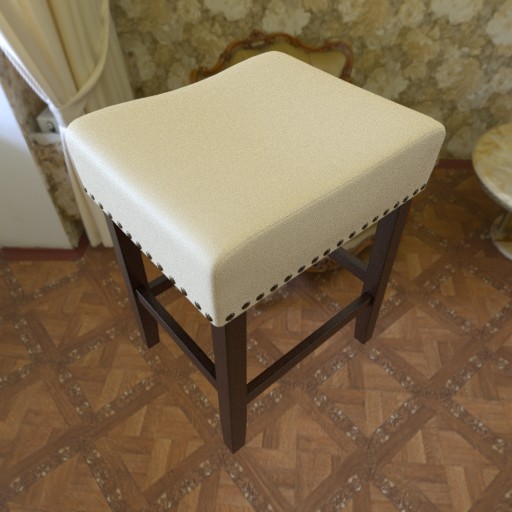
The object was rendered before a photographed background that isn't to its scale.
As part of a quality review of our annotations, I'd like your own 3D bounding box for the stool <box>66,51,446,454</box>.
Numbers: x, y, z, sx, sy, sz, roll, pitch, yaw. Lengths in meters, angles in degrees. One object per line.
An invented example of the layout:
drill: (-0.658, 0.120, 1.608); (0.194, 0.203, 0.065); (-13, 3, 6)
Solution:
stool: (0.000, 0.000, 0.904); (0.471, 0.609, 0.401); (-32, 54, -27)
